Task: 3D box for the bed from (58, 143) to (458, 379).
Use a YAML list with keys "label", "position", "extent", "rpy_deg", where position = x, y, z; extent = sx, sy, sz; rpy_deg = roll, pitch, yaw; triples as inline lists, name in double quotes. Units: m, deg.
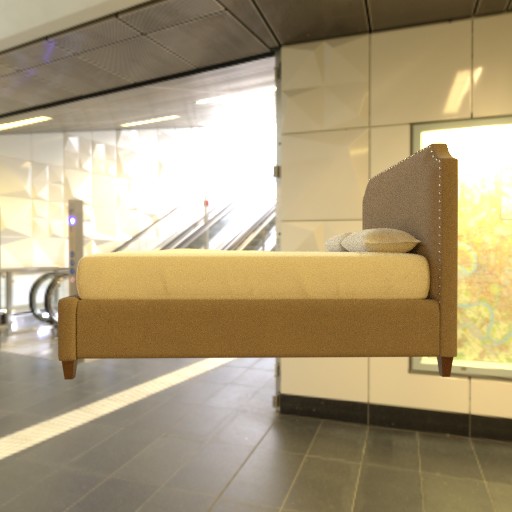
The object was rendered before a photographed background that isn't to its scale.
- label: "bed"
  position: [0.000, 0.000, 3.408]
  extent: [2.329, 1.415, 1.703]
  rpy_deg: [0, 1, -1]
